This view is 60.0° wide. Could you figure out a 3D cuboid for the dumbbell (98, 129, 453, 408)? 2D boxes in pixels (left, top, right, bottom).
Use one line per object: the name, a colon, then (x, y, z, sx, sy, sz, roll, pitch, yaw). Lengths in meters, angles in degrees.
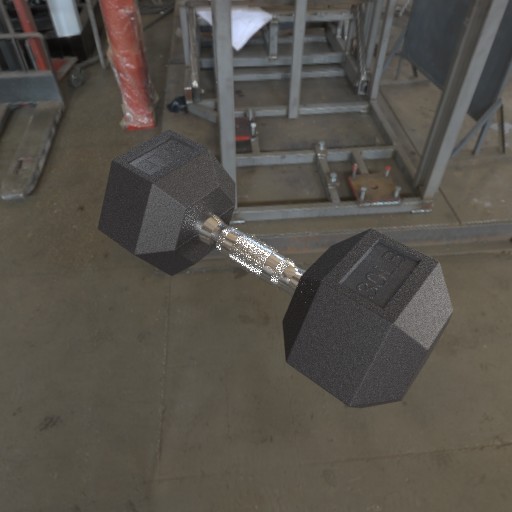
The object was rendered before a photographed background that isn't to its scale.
dumbbell: (0.000, 0.000, 0.412, 0.337, 0.123, 0.142, 31, 54, 26)
